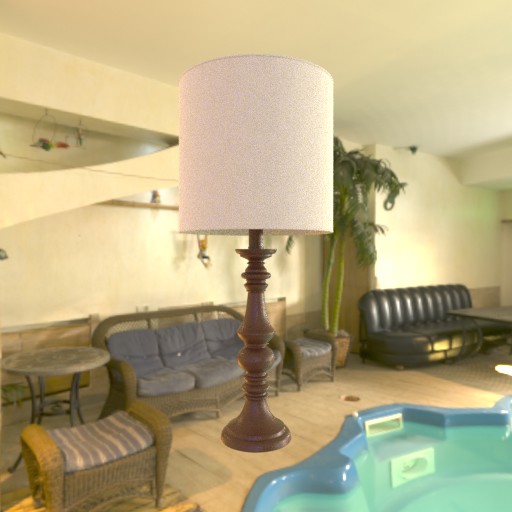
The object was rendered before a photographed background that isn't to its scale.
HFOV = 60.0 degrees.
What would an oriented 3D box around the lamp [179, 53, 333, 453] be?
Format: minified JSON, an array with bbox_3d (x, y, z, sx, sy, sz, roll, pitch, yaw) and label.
[{"bbox_3d":[0.000,0.000,0.729,0.250,0.597,0.250,0,1,-36],"label":"lamp"}]
